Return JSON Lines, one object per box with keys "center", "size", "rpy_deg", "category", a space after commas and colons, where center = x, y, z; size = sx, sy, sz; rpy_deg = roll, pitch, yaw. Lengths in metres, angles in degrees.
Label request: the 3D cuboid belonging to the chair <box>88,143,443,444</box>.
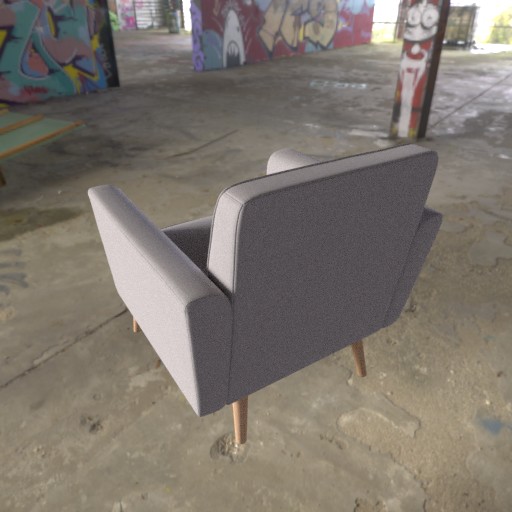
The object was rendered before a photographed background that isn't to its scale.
{"center": [0.000, 0.000, 1.374], "size": [0.780, 0.780, 0.750], "rpy_deg": [-18, 35, -28], "category": "chair"}
